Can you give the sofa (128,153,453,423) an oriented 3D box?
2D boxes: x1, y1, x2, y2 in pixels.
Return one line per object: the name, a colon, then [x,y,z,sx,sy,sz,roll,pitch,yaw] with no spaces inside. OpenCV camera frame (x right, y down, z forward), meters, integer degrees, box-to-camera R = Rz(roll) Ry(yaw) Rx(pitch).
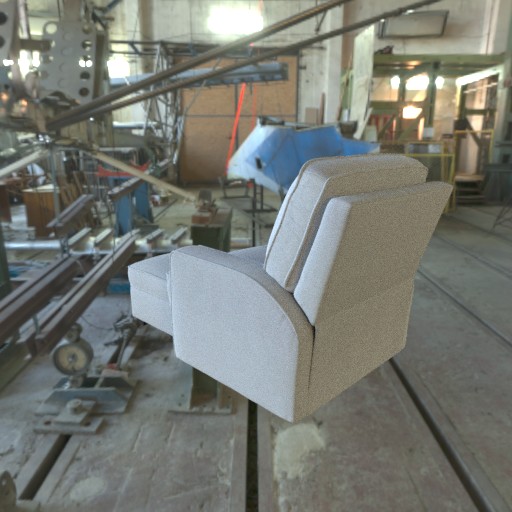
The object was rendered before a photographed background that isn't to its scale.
sofa: [0.000,0.000,2.090,1.472,0.959,0.861,14,20,43]
